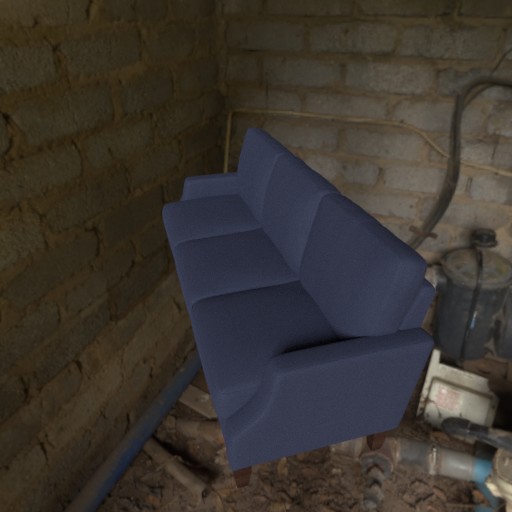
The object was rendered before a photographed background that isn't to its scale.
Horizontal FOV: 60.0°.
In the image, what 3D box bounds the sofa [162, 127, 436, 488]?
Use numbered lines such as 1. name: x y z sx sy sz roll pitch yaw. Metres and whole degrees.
1. sofa: 0.000 0.000 2.539 0.888 0.984 2.115 -8 31 -14
